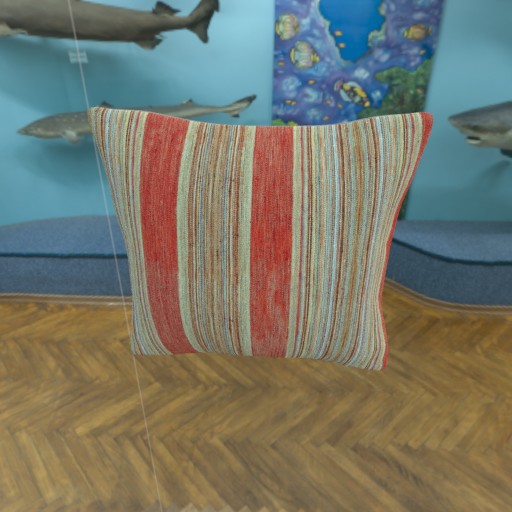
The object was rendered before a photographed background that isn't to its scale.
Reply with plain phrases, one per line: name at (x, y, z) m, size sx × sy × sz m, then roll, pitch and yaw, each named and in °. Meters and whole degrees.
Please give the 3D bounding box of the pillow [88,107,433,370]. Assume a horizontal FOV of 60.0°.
pillow at (0.000, 0.000, 0.651) m, size 0.437 × 0.419 × 0.136 m, roll 2°, pitch 30°, yaw 4°
